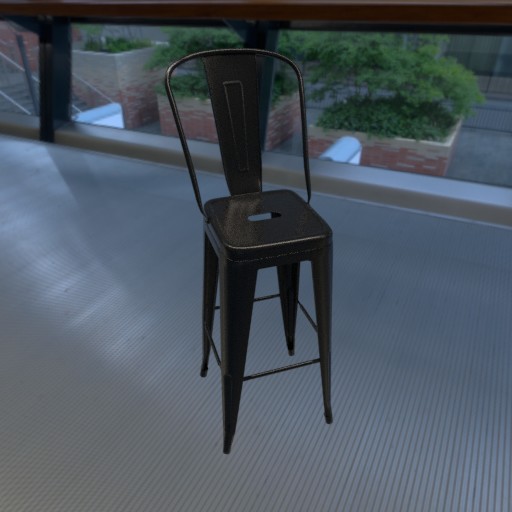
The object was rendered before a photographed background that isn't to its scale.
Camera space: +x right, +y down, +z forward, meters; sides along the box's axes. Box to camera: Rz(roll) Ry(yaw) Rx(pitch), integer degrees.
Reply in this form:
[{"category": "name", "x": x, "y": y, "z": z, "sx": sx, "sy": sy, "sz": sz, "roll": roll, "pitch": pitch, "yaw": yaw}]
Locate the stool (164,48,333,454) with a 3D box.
[{"category": "stool", "x": 0.000, "y": 0.000, "z": 1.348, "sx": 0.399, "sy": 1.096, "sz": 0.513, "roll": -10, "pitch": 33, "yaw": -15}]
